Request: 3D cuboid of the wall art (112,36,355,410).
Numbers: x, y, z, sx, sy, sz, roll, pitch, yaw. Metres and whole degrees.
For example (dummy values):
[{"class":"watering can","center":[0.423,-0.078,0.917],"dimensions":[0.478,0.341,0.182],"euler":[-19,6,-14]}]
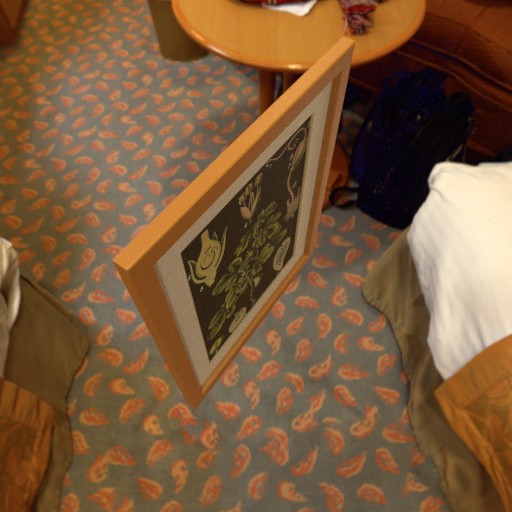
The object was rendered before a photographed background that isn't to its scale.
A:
[{"class":"wall art","center":[0.000,0.000,0.516],"dimensions":[0.015,0.379,0.310],"euler":[31,63,18]}]
